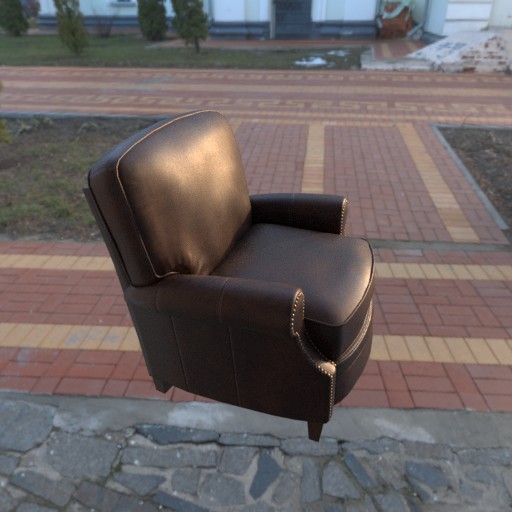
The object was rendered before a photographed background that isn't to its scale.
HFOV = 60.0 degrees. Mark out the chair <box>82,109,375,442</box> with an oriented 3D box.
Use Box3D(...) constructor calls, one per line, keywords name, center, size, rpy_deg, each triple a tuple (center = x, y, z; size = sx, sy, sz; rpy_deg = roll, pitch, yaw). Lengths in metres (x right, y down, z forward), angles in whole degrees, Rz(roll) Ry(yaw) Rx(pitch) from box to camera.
Box3D(name="chair", center=(0.000, 0.000, 1.763), size=(0.986, 1.018, 0.936), rpy_deg=(10, 31, 18))
